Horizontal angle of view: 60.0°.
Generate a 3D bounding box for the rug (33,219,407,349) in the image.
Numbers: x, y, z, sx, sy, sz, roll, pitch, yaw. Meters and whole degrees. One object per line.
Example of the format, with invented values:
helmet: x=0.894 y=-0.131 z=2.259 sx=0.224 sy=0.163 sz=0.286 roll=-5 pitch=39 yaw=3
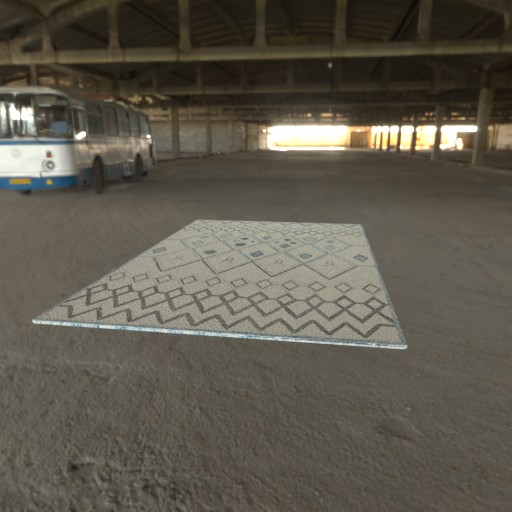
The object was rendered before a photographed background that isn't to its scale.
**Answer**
rug: x=0.000 y=0.000 z=2.909 sx=1.524 sy=0.015 sz=2.439 roll=2 pitch=15 yaw=9
